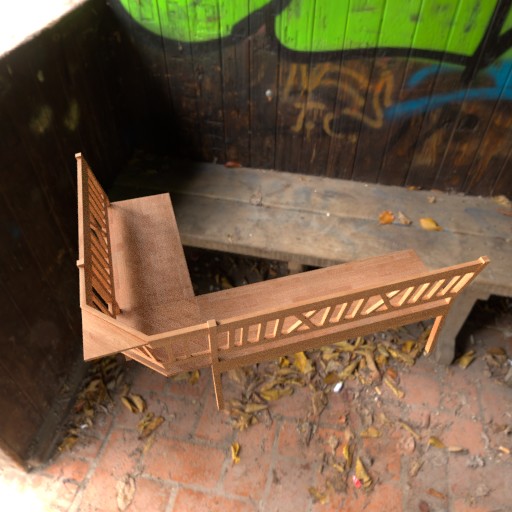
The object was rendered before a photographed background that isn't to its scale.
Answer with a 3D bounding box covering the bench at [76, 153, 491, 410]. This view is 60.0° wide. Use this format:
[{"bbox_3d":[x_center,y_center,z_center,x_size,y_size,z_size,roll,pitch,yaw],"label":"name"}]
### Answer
[{"bbox_3d":[0.000,0.000,2.807,1.937,0.902,1.537,-12,47,-11],"label":"bench"}]
